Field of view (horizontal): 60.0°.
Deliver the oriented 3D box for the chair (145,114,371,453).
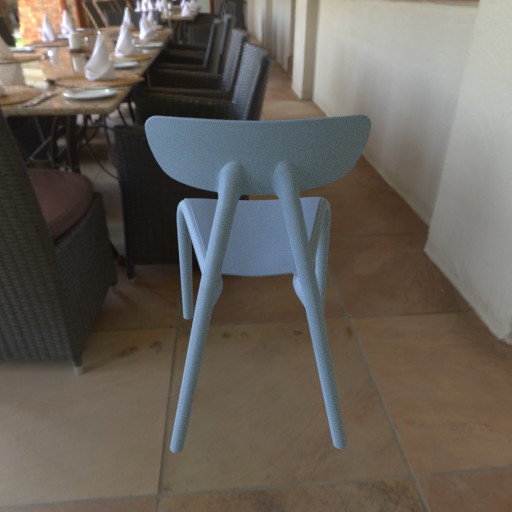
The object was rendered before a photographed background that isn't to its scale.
[{"bbox_3d":[0.000,0.000,0.818,0.356,0.580,0.401,-1,31,-1],"label":"chair"}]
